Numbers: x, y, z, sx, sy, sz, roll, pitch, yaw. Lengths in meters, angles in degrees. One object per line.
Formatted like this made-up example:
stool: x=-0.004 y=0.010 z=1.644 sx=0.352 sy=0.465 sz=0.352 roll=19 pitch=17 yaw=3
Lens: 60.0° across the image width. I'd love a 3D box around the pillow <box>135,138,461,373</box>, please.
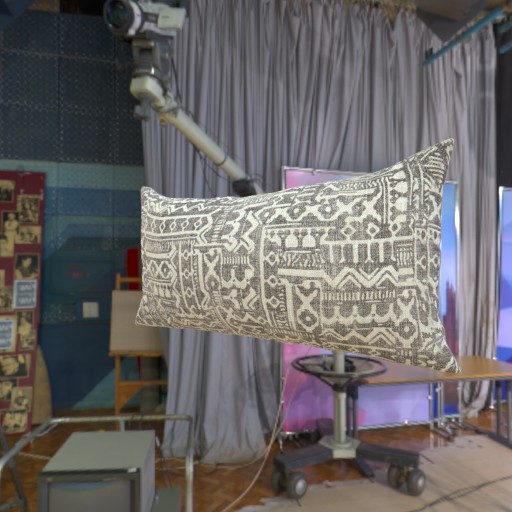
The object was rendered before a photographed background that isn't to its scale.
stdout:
pillow: x=0.000 y=0.000 z=0.733 sx=0.631 sy=0.290 sz=0.148 roll=0 pitch=0 yaw=38
